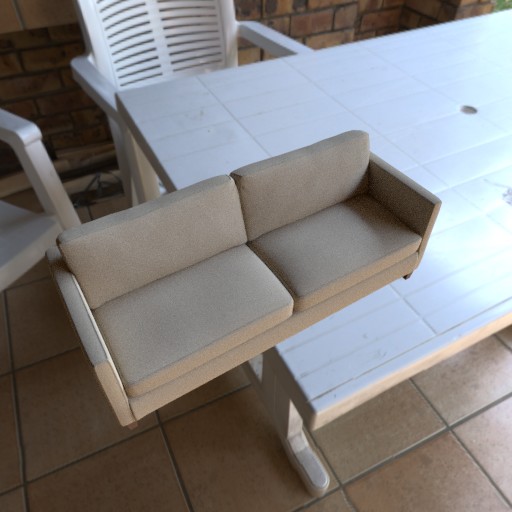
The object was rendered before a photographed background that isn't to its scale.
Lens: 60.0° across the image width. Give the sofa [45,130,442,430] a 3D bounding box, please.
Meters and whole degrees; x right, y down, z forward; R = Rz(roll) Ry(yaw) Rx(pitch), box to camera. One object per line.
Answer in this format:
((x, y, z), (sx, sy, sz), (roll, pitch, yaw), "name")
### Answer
((0.000, 0.000, 2.925), (2.361, 0.968, 0.951), (-24, 50, -22), "sofa")
